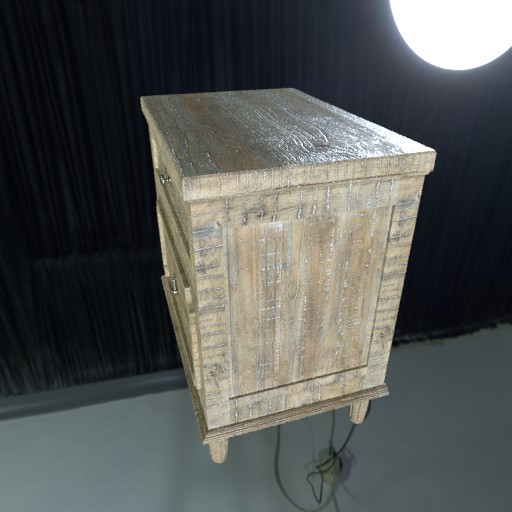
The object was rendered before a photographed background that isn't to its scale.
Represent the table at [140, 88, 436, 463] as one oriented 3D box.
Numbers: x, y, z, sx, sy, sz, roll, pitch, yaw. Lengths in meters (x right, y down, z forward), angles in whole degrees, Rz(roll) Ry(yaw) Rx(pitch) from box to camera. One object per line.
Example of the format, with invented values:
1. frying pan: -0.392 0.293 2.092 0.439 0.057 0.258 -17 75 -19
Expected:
1. table: 0.000 0.000 1.167 0.457 0.711 0.686 -9 31 -15
